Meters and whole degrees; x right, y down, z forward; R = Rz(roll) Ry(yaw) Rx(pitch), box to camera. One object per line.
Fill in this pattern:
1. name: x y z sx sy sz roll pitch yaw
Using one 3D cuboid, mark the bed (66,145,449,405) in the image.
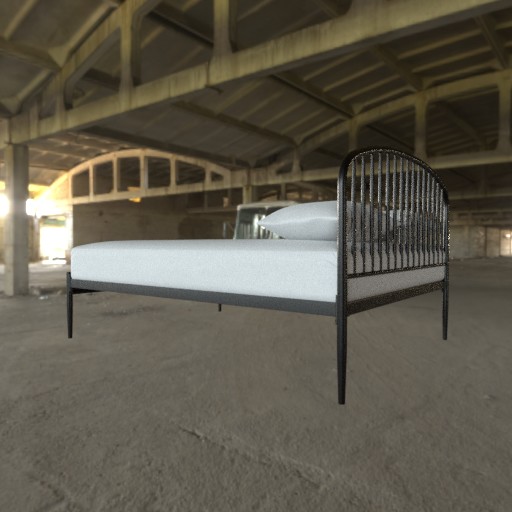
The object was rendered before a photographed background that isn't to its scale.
1. bed: 0.000 0.000 3.104 2.159 1.166 1.618 1 2 38
